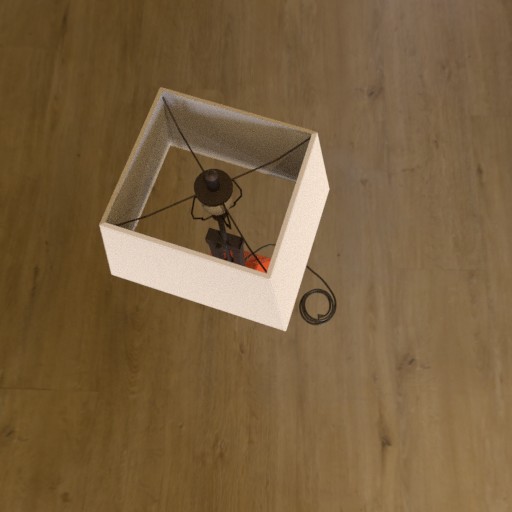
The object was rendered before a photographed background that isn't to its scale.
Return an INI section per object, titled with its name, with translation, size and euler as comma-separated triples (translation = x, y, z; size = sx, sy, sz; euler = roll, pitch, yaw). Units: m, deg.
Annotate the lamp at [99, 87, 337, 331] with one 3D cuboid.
[lamp]
translation = 0.000, 0.000, 0.997
size = 0.498, 0.737, 0.310
euler = 18, 75, 5
